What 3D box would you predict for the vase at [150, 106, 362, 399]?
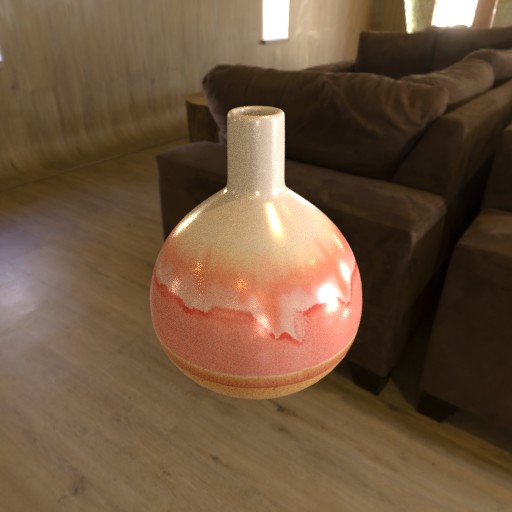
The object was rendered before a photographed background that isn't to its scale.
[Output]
[{"bbox_3d":[0.000,0.000,0.278,0.137,0.176,0.137,0,29,0],"label":"vase"}]
